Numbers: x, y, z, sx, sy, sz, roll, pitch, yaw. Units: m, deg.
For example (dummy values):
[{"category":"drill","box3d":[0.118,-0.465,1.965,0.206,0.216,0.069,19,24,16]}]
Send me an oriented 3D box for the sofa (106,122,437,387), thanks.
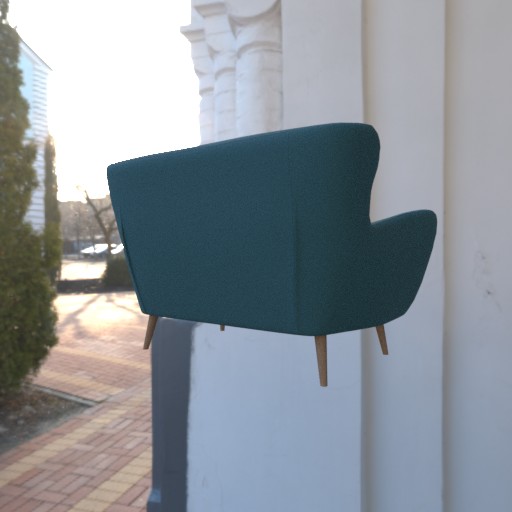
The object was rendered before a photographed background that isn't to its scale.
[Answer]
[{"category":"sofa","box3d":[0.000,0.000,2.019,1.397,0.889,0.889,1,1,36]}]
